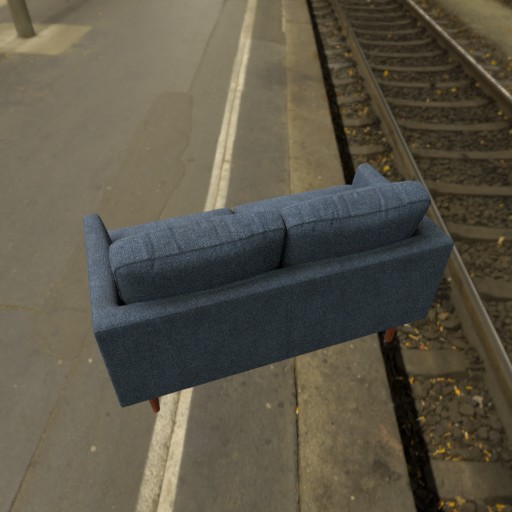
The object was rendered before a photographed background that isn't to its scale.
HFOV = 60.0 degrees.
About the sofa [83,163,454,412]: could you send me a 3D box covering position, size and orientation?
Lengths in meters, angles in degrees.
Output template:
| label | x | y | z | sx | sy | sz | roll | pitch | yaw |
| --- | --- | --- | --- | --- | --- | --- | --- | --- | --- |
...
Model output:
| label | x | y | z | sx | sy | sz | roll | pitch | yaw |
| --- | --- | --- | --- | --- | --- | --- | --- | --- | --- |
| sofa | 0.000 | 0.000 | 2.217 | 1.582 | 0.944 | 0.903 | -13 | 42 | -14 |
